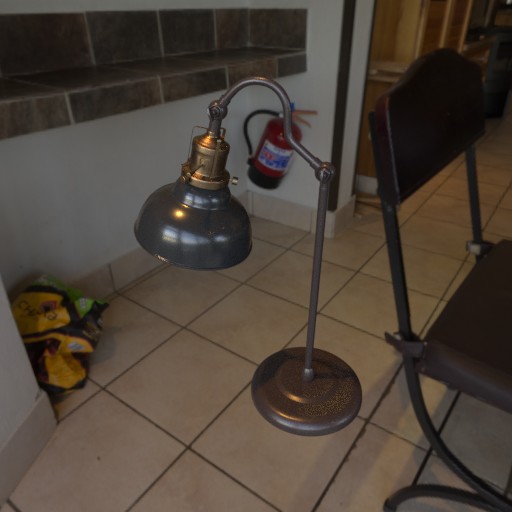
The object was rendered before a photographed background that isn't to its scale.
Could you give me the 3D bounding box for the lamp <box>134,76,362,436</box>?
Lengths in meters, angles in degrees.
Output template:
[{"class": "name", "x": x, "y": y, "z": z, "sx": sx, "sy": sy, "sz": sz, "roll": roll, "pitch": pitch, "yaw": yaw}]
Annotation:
[{"class": "lamp", "x": 0.000, "y": 0.000, "z": 0.669, "sx": 0.374, "sy": 0.508, "sz": 0.192, "roll": 9, "pitch": 31, "yaw": 15}]
